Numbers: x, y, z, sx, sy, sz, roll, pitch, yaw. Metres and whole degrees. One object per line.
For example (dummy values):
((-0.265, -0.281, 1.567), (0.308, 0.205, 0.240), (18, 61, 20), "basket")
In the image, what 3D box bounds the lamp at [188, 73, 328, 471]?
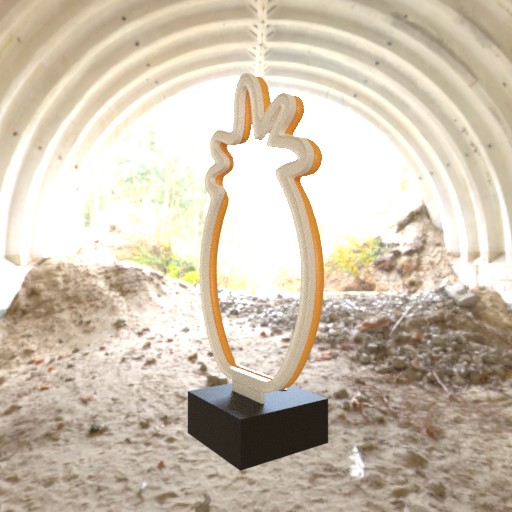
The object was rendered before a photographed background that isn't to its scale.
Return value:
((0.000, 0.000, 0.388), (0.088, 0.317, 0.167), (1, -1, -35), "lamp")
